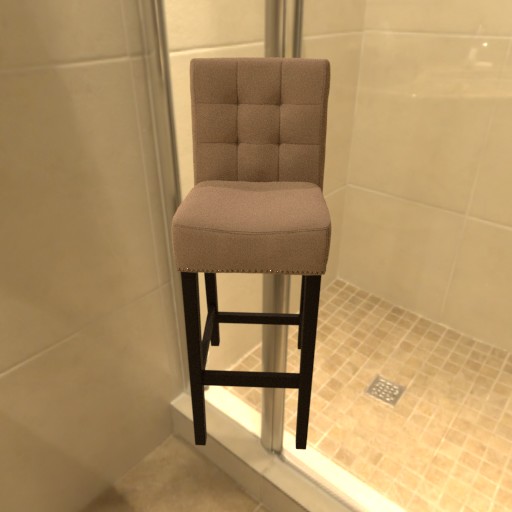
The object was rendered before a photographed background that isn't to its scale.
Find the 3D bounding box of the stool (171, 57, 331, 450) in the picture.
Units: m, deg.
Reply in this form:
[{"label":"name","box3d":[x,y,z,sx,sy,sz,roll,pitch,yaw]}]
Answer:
[{"label":"stool","box3d":[0.000,0.000,1.335,0.411,1.047,0.548,1,30,2]}]
